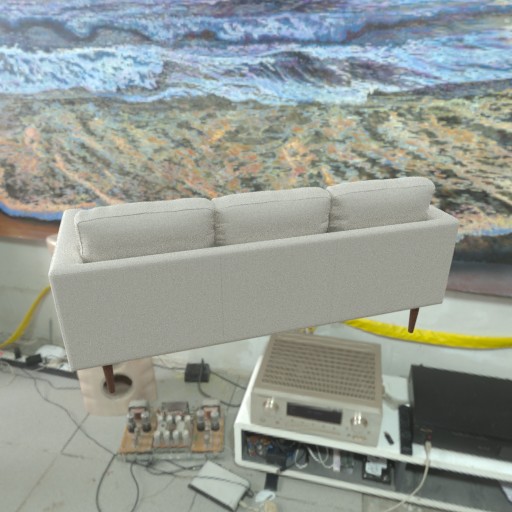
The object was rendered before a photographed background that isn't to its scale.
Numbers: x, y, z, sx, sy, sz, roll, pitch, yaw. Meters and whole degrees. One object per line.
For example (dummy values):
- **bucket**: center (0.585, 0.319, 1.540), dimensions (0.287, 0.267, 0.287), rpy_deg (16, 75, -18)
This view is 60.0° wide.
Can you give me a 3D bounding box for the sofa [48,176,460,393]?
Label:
- **sofa**: center (0.000, 0.000, 2.517), dimensions (2.029, 0.912, 0.802), rpy_deg (-8, 27, -15)
